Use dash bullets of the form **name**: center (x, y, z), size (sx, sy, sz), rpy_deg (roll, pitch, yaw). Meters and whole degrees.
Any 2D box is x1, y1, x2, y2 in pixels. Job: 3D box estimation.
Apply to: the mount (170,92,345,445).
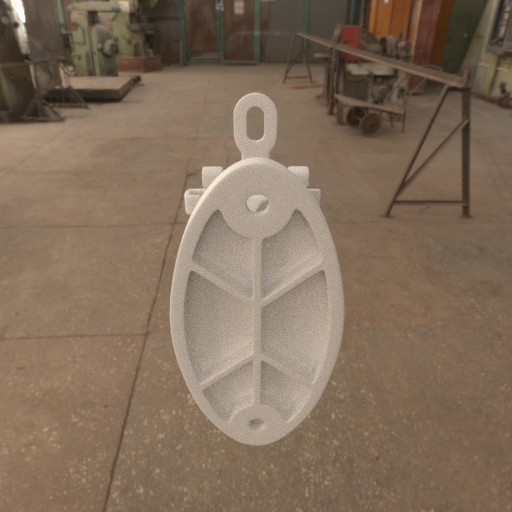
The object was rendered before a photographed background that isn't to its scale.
- **mount**: center (0.000, 0.000, 0.179), size (0.066, 0.118, 0.100), rpy_deg (0, 29, 0)
